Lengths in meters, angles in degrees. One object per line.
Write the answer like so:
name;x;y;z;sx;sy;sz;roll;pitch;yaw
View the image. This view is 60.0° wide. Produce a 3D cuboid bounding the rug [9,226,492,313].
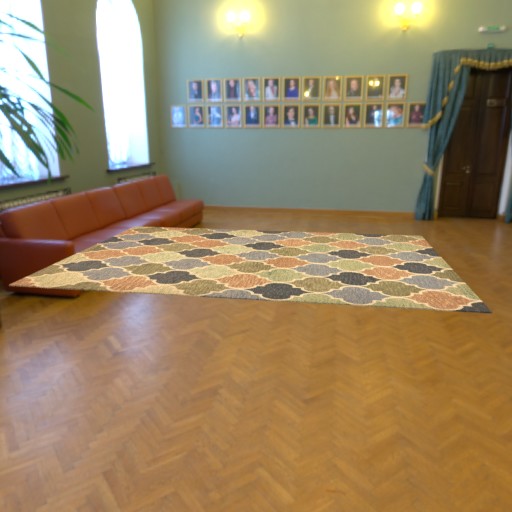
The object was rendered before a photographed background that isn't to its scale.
rug;0.000;0.000;2.232;1.828;0.006;1.216;2;15;9
